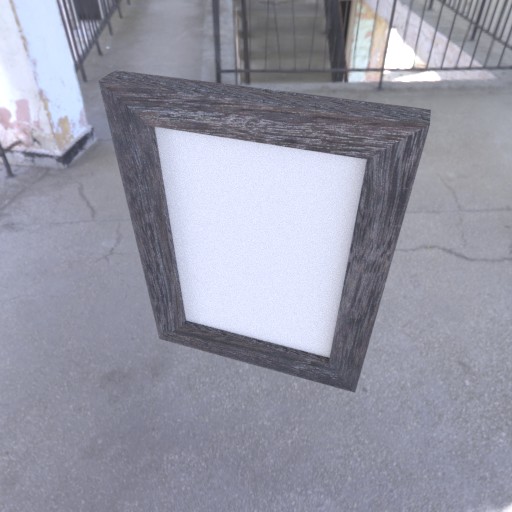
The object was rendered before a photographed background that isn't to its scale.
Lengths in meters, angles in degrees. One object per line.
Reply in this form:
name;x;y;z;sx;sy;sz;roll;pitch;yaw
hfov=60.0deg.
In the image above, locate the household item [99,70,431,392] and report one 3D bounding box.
household item;0.000;0.000;0.282;0.160;0.210;0.020;12;43;13
